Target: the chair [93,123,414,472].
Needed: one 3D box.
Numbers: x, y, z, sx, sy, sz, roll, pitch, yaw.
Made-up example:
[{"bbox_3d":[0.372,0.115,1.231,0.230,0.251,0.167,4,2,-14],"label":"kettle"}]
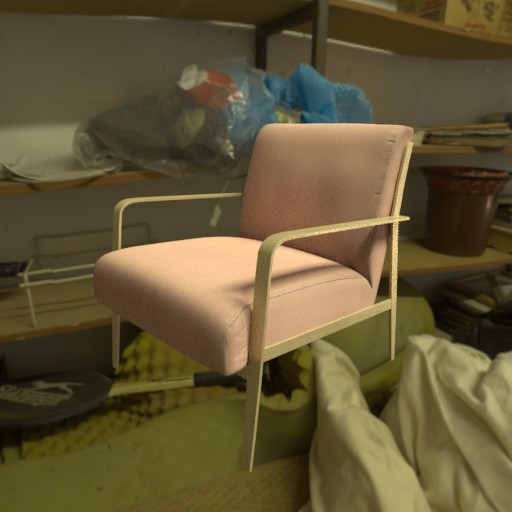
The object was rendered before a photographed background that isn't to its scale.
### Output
[{"bbox_3d":[0.000,0.000,1.444,0.848,0.823,0.701,-16,24,-42],"label":"chair"}]
